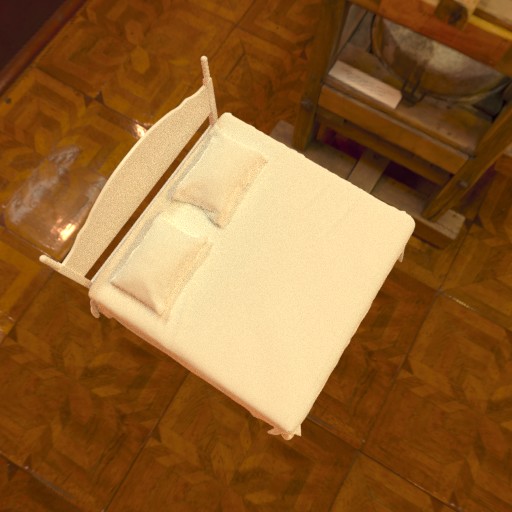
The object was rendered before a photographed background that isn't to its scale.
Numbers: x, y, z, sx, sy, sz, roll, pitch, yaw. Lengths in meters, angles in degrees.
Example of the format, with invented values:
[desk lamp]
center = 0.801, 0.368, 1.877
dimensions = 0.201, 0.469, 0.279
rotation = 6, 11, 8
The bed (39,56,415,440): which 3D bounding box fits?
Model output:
[bed]
center = 0.000, 0.000, 3.614
dimensions = 2.219, 1.355, 2.322
rotation = 32, 77, 8
